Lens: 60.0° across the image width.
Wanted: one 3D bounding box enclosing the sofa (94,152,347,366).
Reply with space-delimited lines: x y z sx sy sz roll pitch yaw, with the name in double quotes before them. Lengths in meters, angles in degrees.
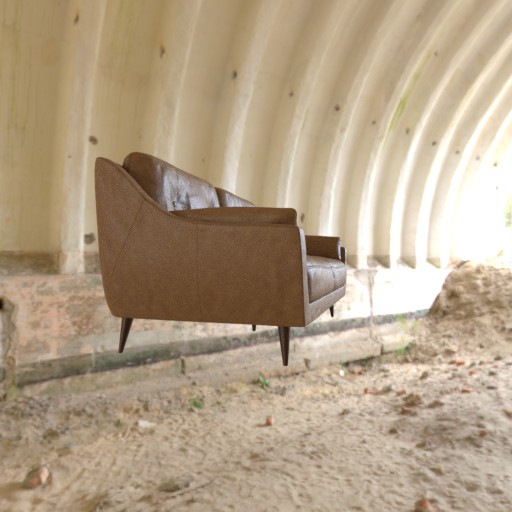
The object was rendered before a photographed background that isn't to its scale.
"sofa" 0.000 0.000 2.480 0.904 0.839 1.902 0 -1 16
